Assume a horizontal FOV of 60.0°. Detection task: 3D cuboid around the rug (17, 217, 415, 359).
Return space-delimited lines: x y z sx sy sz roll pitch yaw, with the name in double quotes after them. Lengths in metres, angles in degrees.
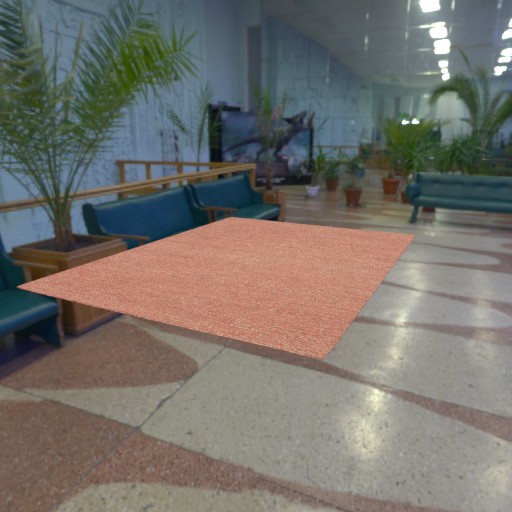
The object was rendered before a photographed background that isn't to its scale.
0.000 0.000 2.736 1.594 0.009 2.112 8 17 26 "rug"
